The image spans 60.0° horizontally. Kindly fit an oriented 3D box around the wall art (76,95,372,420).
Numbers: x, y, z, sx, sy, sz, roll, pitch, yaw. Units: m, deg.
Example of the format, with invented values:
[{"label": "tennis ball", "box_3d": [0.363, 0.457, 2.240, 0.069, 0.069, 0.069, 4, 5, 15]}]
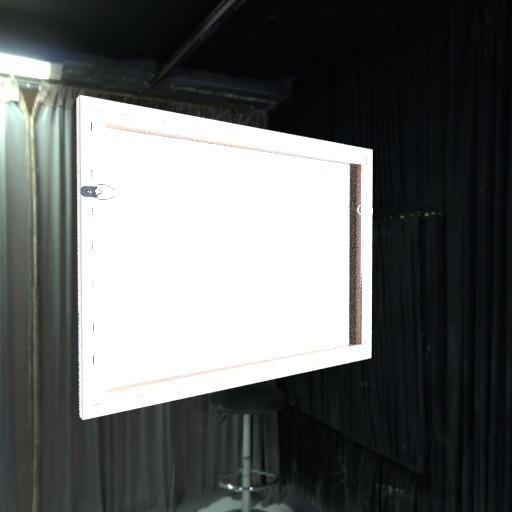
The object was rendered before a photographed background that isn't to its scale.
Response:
[{"label": "wall art", "box_3d": [0.000, 0.000, 1.604, 1.219, 0.912, 0.042, -1, 2, -35]}]
